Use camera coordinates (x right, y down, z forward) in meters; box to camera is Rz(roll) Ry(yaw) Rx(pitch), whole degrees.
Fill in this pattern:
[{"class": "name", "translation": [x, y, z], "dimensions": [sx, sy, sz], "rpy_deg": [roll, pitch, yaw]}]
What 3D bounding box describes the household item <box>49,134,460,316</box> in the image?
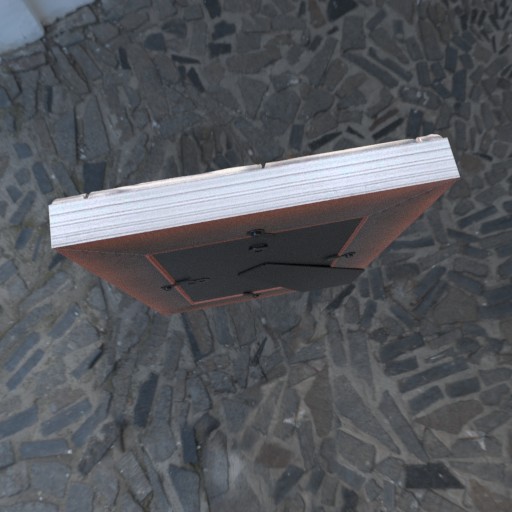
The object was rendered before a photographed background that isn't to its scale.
[{"class": "household item", "translation": [0.000, 0.000, 0.283], "dimensions": [0.165, 0.216, 0.025], "rpy_deg": [-10, 76, -3]}]
